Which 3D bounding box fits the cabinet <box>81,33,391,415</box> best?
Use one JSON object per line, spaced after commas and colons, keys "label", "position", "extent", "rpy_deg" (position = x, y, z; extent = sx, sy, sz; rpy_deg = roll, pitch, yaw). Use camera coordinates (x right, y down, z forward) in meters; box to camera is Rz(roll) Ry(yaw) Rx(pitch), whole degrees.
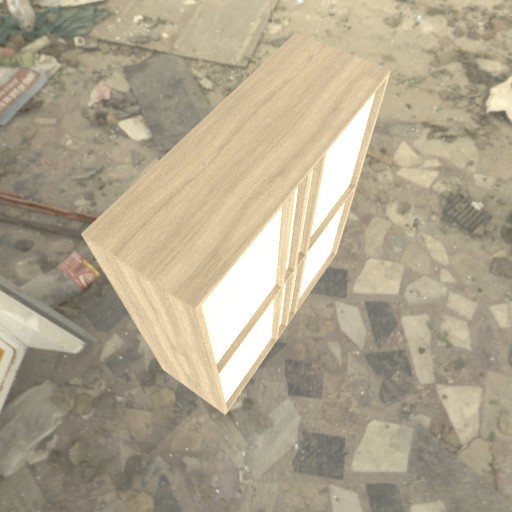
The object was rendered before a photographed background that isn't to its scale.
{"label": "cabinet", "position": [0.000, 0.000, 1.978], "extent": [0.398, 1.388, 1.111], "rpy_deg": [30, 63, 17]}
